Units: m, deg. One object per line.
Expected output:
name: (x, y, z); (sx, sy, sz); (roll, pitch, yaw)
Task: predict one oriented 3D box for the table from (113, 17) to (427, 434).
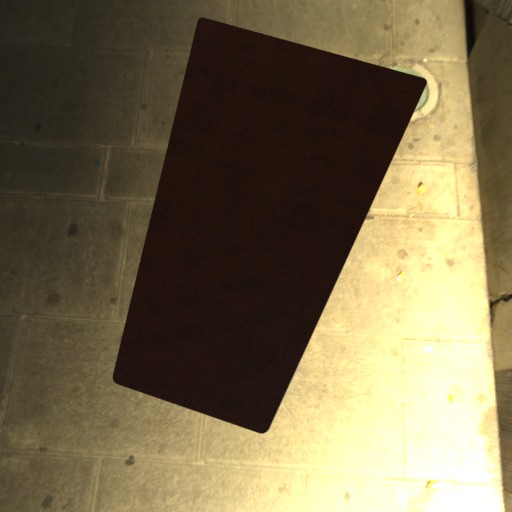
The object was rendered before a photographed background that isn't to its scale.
table: (0.000, 0.000, 0.958); (0.399, 0.589, 0.605); (17, 77, 4)
